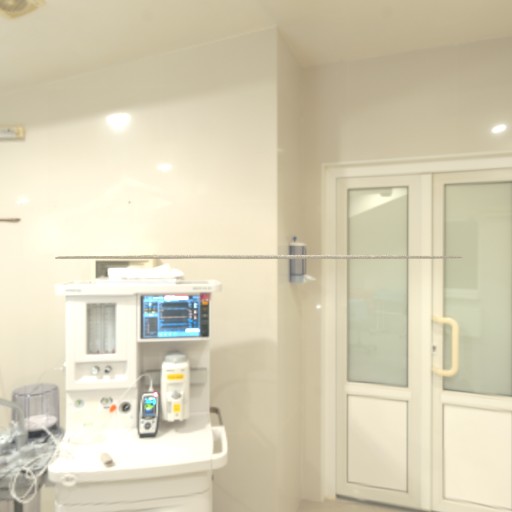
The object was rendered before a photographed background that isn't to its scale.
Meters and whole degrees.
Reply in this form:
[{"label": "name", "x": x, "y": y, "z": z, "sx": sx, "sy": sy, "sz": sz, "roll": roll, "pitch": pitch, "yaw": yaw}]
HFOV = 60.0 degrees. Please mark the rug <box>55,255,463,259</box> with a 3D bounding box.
[{"label": "rug", "x": 0.000, "y": 0.000, "z": 4.319, "sx": 2.448, "sy": 0.020, "sz": 3.359, "roll": 0, "pitch": 0, "yaw": -1}]
